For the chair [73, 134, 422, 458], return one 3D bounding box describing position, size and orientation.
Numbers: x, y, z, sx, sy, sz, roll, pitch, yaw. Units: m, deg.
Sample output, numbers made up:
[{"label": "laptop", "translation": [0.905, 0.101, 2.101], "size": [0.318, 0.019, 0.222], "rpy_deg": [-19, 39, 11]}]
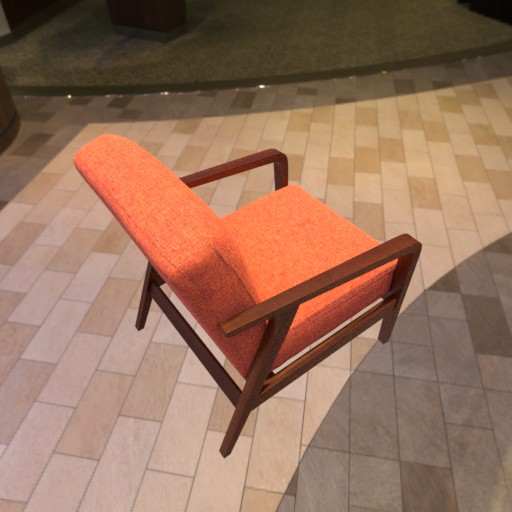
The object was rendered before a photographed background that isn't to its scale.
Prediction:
[{"label": "chair", "translation": [0.000, 0.000, 1.501], "size": [0.860, 0.890, 0.719], "rpy_deg": [-26, 49, -26]}]
